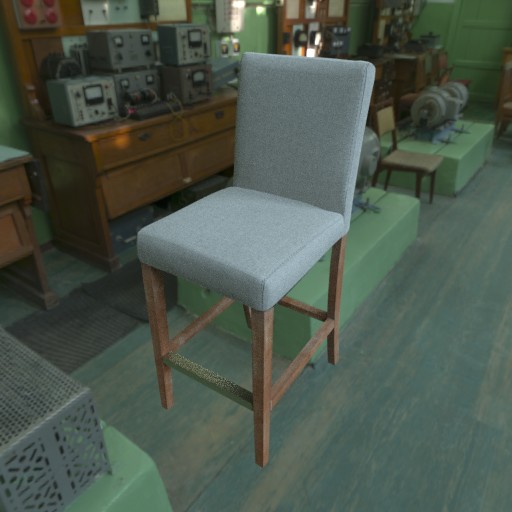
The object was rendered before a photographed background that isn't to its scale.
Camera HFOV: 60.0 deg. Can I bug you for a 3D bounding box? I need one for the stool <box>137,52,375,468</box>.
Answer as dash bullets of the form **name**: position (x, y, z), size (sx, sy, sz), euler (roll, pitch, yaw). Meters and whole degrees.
- **stool**: position (0.000, 0.000, 1.366), size (0.439, 1.088, 0.570), euler (19, 35, 29)
